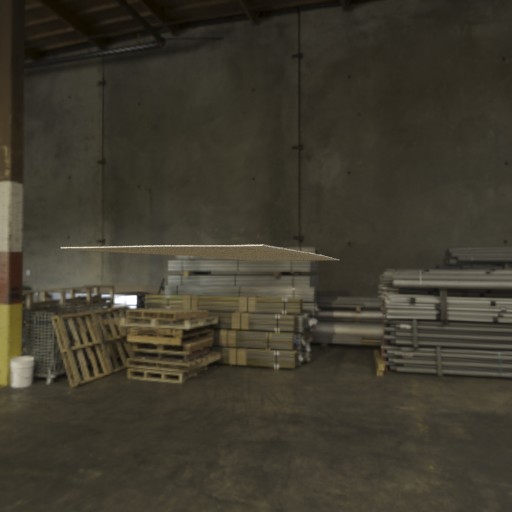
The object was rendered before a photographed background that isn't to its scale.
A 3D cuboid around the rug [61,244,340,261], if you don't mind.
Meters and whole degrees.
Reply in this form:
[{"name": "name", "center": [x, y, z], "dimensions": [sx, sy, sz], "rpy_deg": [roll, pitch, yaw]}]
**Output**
[{"name": "rug", "center": [0.000, 0.000, 2.606], "dimensions": [0.741, 0.014, 2.390], "rpy_deg": [0, -2, 16]}]
